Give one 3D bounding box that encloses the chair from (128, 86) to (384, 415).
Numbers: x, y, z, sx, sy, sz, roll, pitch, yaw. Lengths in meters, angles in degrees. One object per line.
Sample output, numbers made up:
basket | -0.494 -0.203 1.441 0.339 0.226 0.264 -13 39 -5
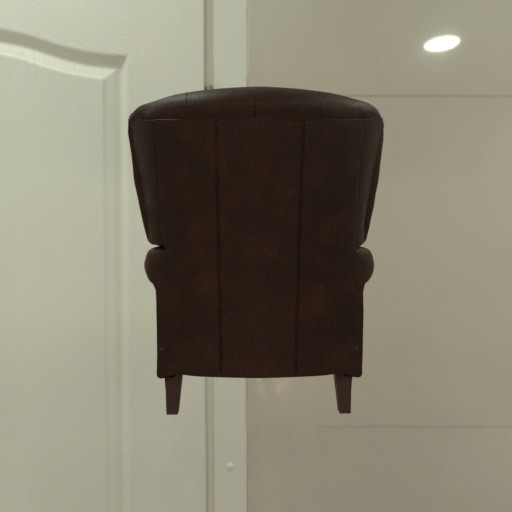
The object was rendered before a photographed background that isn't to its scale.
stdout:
chair | 0.000 0.000 1.929 0.948 1.158 1.058 0 1 -1
